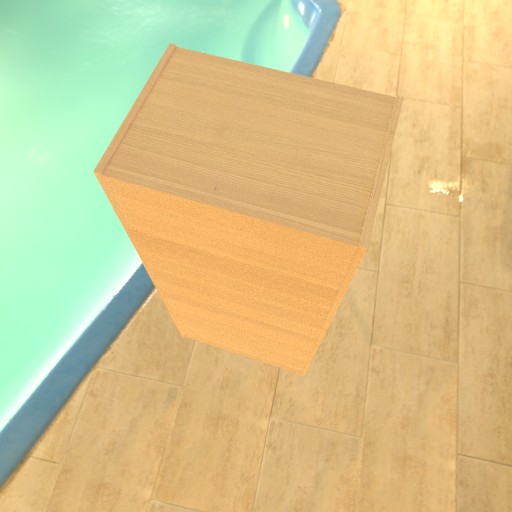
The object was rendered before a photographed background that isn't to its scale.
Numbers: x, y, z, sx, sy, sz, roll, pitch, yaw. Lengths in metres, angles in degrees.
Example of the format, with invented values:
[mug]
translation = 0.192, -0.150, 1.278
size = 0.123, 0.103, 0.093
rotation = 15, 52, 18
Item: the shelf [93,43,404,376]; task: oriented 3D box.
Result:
[shelf]
translation = 0.000, 0.000, 1.085
size = 0.417, 0.876, 0.292
rotation = 16, 65, 8
